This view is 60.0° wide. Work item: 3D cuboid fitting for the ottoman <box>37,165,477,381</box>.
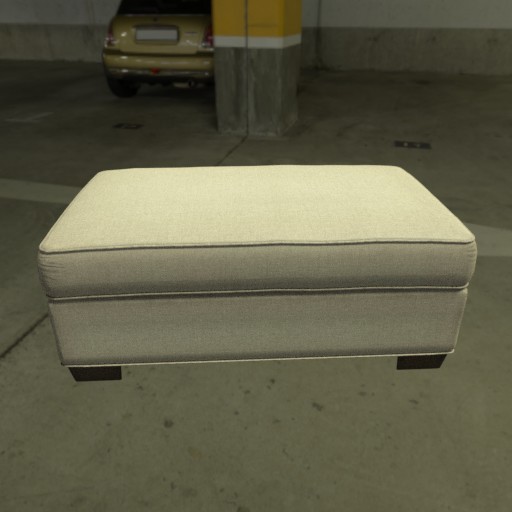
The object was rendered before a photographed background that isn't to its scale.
[{"bbox_3d":[0.000,0.000,1.407,1.097,0.461,0.617,-1,29,-3],"label":"ottoman"}]
